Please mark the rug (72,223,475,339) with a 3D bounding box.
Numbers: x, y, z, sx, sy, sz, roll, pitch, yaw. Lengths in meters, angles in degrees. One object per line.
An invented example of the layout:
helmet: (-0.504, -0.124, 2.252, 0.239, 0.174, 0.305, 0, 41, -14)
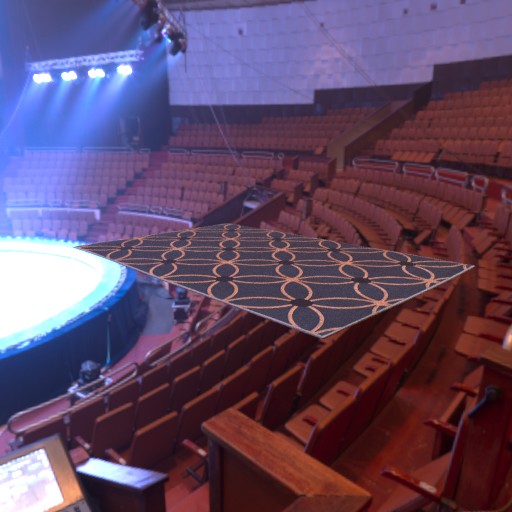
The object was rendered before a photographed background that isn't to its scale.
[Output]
rug: (0.000, 0.000, 2.960, 1.522, 0.008, 2.284, -13, 19, -43)
